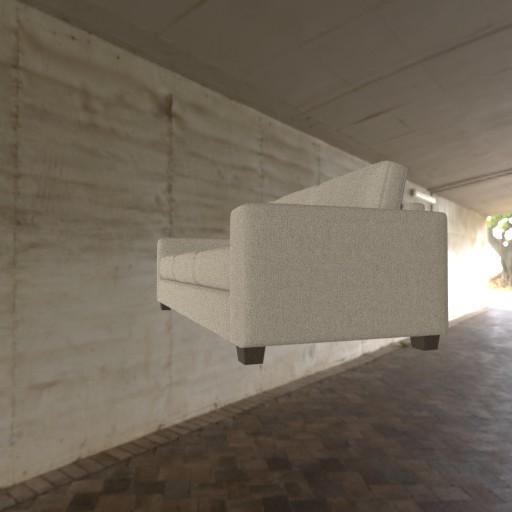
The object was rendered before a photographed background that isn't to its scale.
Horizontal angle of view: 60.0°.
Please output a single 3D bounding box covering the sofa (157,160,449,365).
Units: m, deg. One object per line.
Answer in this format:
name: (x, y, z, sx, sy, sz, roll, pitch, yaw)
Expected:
sofa: (0.000, 0.000, 2.647, 0.900, 0.800, 2.160, 0, -1, -20)
